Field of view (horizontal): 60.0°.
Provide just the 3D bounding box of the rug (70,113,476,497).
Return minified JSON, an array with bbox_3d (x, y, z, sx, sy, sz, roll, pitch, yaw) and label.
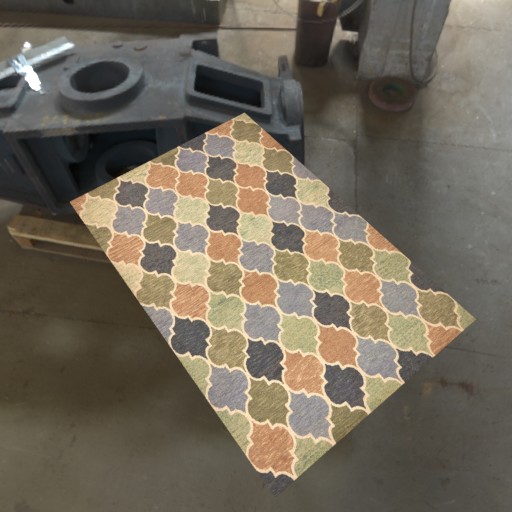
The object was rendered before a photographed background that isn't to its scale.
[{"bbox_3d":[0.000,0.000,2.285,1.216,0.006,1.828,-33,63,-19],"label":"rug"}]
